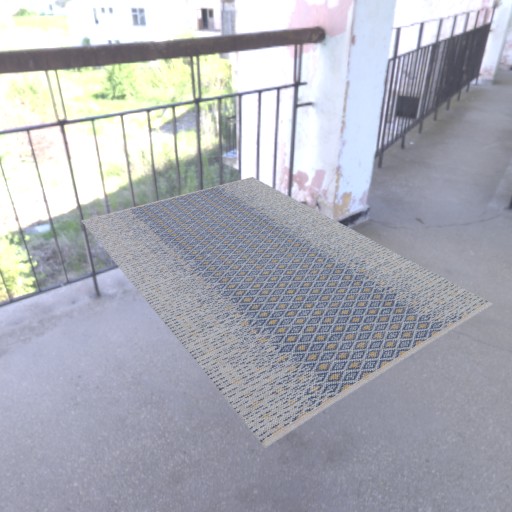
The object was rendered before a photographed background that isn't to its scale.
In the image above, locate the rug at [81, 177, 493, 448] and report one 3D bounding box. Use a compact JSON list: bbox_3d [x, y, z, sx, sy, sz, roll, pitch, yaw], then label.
[{"bbox_3d":[0.000,0.000,2.257,1.219,0.005,1.828,-20,37,-29],"label":"rug"}]
